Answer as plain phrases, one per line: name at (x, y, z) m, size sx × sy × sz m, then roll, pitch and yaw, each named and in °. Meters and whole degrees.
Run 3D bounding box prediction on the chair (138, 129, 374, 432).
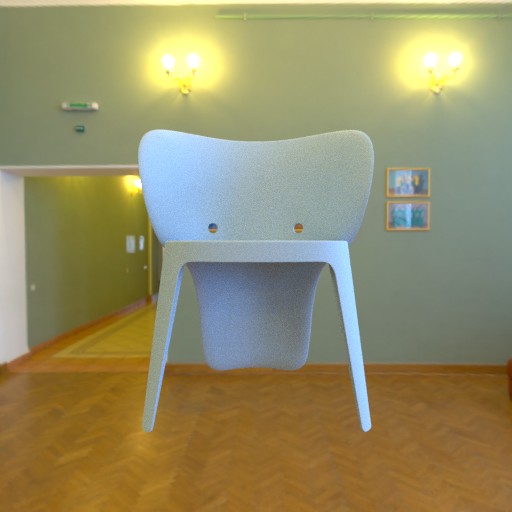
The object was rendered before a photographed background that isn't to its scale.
chair at (0.000, 0.000, 0.877) m, size 0.451 × 0.554 × 0.402 m, roll 0°, pitch 1°, yaw 0°
